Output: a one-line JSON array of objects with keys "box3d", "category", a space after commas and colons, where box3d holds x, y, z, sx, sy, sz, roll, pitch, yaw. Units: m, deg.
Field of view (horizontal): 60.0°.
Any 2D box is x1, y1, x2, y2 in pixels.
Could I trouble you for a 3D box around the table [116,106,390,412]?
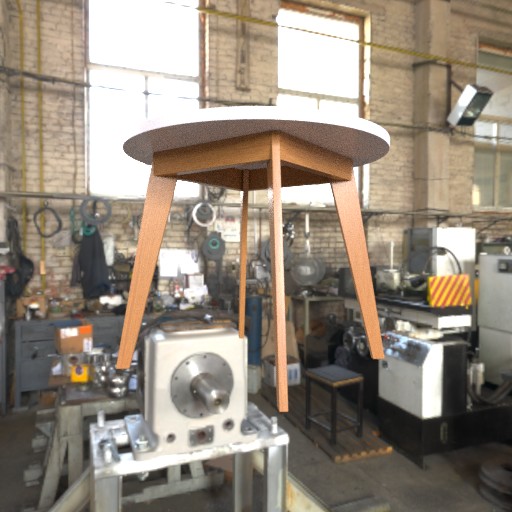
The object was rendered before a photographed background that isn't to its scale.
[{"box3d": [0.000, 0.000, 1.556, 0.896, 0.762, 0.896, 0, 1, 0], "category": "table"}]
